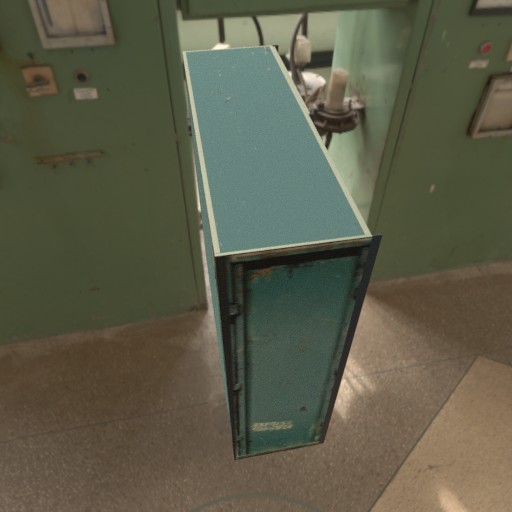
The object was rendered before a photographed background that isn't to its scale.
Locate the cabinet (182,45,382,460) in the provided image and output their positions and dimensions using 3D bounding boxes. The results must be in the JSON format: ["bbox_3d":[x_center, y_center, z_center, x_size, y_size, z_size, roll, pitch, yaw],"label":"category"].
[{"bbox_3d":[0.000,0.000,3.203,0.680,2.160,2.000,-7,46,-7],"label":"cabinet"}]
